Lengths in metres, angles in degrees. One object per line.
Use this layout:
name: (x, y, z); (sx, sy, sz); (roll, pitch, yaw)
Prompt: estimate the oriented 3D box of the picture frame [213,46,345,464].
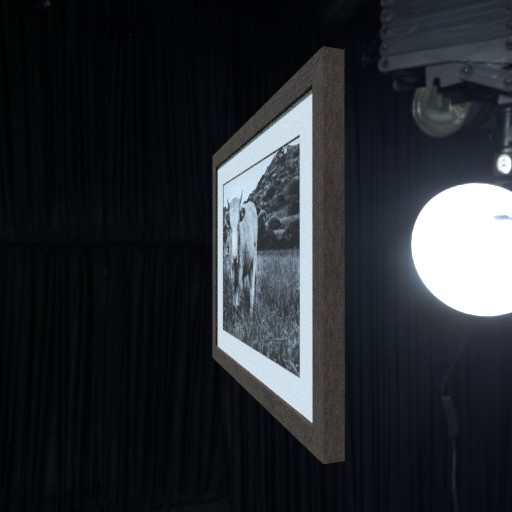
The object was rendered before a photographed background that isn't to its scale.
picture frame: (0.000, 0.000, 0.746); (0.026, 0.455, 0.546); (0, 0, -18)
